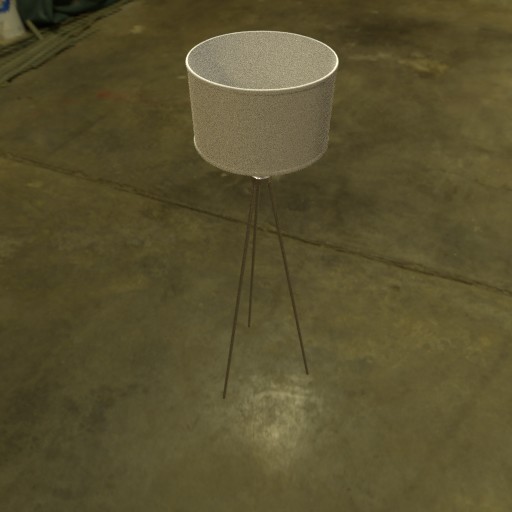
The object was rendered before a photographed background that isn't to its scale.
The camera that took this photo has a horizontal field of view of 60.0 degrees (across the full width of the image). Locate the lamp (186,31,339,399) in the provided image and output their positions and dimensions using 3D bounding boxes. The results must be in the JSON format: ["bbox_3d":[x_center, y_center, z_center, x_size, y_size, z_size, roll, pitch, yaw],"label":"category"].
[{"bbox_3d":[0.000,0.000,1.748,0.448,1.545,0.458,-15,47,-15],"label":"lamp"}]
